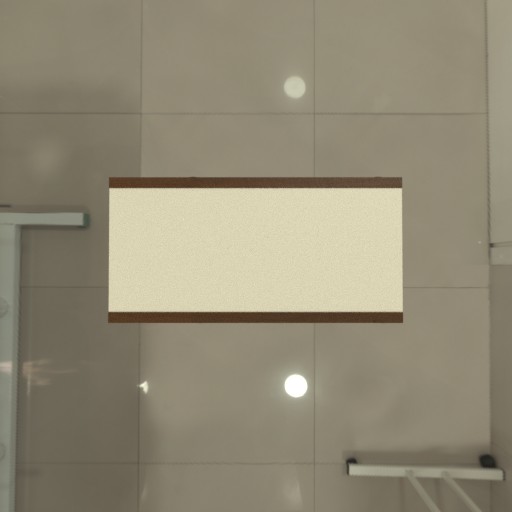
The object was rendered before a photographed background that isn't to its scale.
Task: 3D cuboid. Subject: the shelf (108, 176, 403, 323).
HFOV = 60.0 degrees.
[{"bbox_3d":[0.000,0.000,0.736,0.290,0.600,0.147,0,89,0],"label":"shelf"}]
